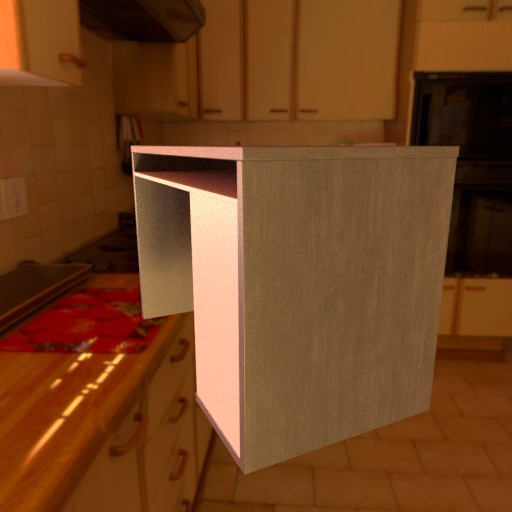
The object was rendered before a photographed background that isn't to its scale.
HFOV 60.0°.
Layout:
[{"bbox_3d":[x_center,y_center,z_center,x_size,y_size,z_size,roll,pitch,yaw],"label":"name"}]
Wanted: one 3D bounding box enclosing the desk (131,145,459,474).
[{"bbox_3d":[0.000,0.000,1.554,0.600,0.750,1.100,-7,16,-25],"label":"desk"}]
